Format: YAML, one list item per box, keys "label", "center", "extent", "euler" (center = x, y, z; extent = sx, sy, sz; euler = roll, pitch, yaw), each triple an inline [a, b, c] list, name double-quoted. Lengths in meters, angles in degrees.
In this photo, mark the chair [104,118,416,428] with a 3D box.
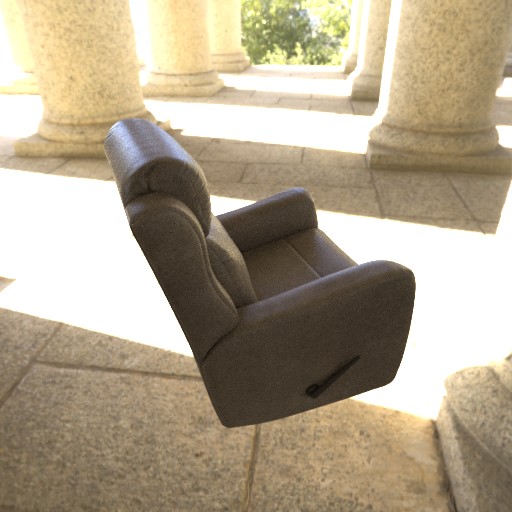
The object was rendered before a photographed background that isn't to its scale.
- label: "chair"
  center: [0.000, 0.000, 1.913]
  extent: [1.068, 1.116, 0.967]
  euler: [-11, 32, -18]
